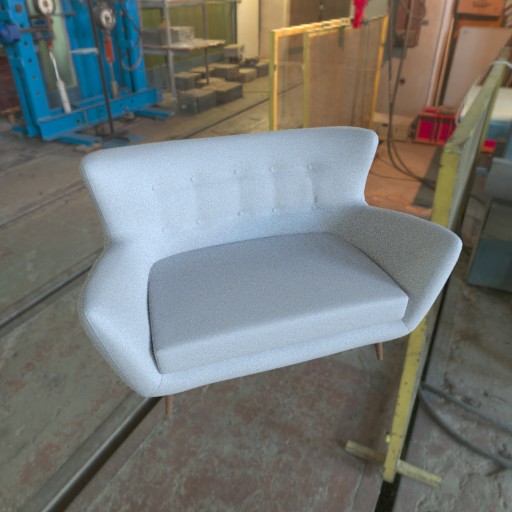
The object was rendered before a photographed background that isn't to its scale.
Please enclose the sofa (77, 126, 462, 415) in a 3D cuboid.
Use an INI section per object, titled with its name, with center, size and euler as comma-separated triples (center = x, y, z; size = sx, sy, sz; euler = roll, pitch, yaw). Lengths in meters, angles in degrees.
[sofa]
center = 0.000, 0.000, 1.952
size = 1.424, 0.878, 0.921
euler = -10, 33, -15
